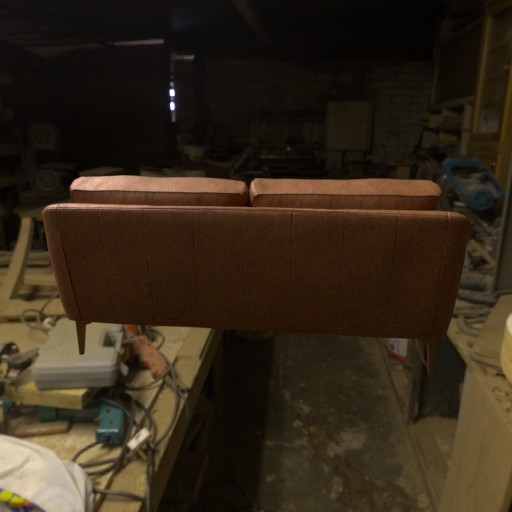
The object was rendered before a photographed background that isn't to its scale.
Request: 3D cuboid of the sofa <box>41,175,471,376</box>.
[{"bbox_3d":[0.000,0.000,2.498,2.036,0.945,0.981,2,16,6],"label":"sofa"}]
